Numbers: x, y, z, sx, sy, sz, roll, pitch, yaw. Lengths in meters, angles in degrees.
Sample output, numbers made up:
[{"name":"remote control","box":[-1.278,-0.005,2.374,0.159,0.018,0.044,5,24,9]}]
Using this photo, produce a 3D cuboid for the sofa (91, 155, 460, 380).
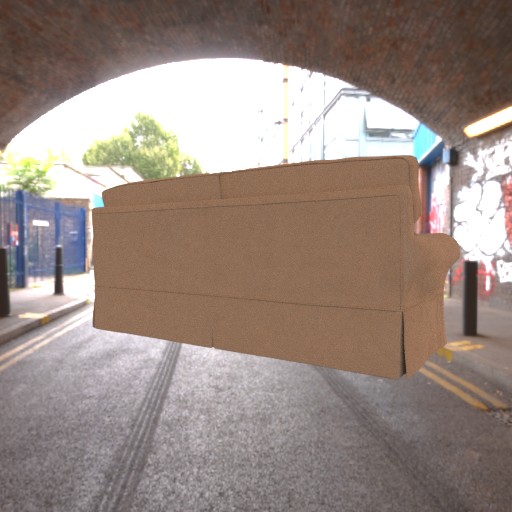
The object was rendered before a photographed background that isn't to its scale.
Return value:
[{"name":"sofa","box":[0.000,0.000,2.802,2.246,1.014,0.900,1,2,34]}]
